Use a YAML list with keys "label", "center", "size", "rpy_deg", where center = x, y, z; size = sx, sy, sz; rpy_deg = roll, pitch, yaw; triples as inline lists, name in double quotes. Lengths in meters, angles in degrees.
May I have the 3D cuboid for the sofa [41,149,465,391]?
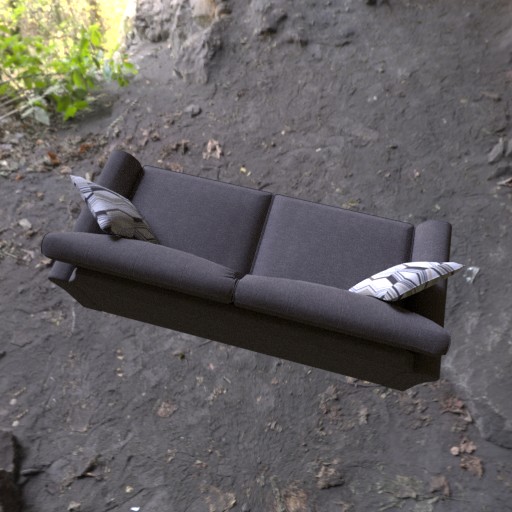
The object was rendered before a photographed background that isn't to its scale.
- label: "sofa"
  center: [0.000, 0.000, 2.458]
  size: [2.032, 0.813, 0.889]
  rpy_deg: [13, 65, 6]
